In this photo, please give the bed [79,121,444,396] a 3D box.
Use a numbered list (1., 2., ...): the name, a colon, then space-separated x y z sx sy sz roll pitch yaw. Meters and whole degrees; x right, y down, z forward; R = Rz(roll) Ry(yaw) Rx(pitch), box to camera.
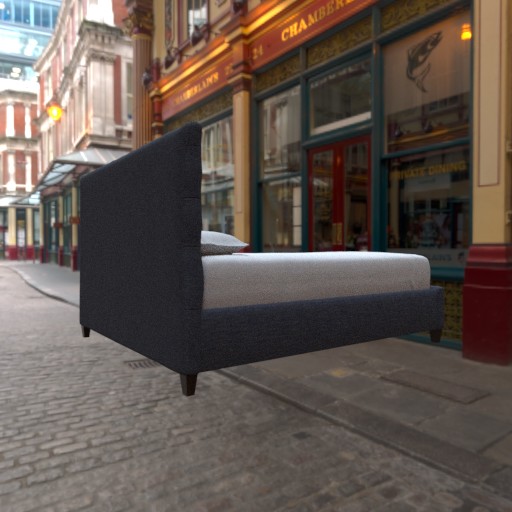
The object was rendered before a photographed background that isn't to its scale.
1. bed: 0.000 0.000 3.783 2.387 1.427 2.078 0 1 -36
